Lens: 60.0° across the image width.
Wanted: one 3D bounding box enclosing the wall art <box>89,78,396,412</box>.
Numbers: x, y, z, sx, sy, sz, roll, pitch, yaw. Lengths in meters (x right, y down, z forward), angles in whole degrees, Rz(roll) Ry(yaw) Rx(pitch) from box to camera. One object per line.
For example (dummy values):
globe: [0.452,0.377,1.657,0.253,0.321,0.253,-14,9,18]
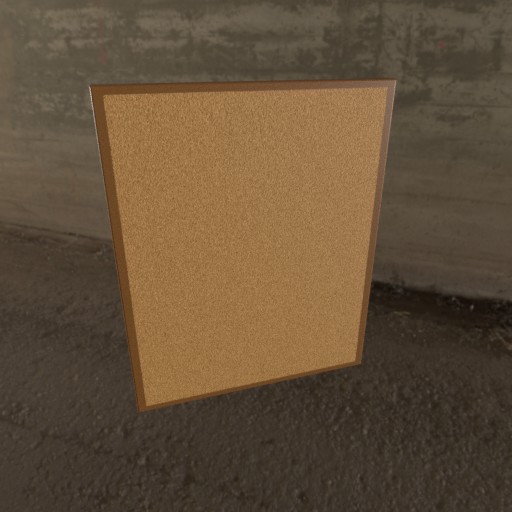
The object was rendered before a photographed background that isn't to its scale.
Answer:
wall art: [0.000,0.000,0.748,0.449,0.550,0.021,-8,26,-16]
